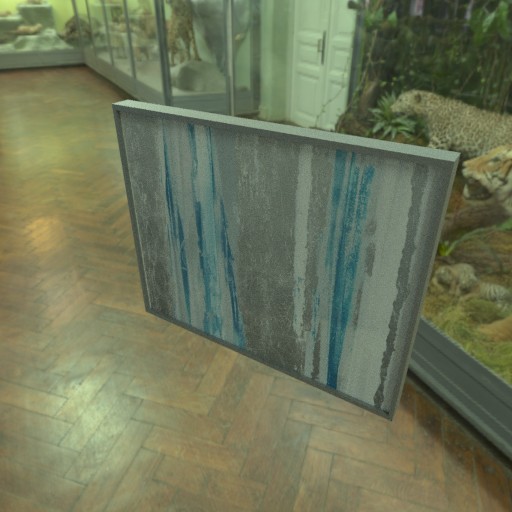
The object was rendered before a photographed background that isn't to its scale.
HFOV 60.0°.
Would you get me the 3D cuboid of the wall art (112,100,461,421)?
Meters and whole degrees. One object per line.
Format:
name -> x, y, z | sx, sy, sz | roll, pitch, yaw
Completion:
wall art -> 0.000, 0.000, 0.763 | 0.557, 0.450, 0.037 | 18, 36, 27
